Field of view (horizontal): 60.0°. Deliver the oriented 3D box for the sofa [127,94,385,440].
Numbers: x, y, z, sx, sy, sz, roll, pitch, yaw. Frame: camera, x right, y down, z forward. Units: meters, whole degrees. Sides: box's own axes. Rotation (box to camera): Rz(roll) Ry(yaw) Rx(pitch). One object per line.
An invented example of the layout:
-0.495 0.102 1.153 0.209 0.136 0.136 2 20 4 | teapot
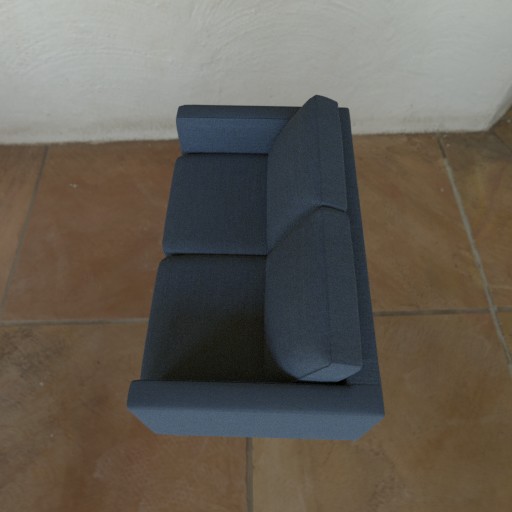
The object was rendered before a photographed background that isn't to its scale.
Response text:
0.000 0.000 2.274 0.999 0.907 1.659 1 59 1 | sofa
